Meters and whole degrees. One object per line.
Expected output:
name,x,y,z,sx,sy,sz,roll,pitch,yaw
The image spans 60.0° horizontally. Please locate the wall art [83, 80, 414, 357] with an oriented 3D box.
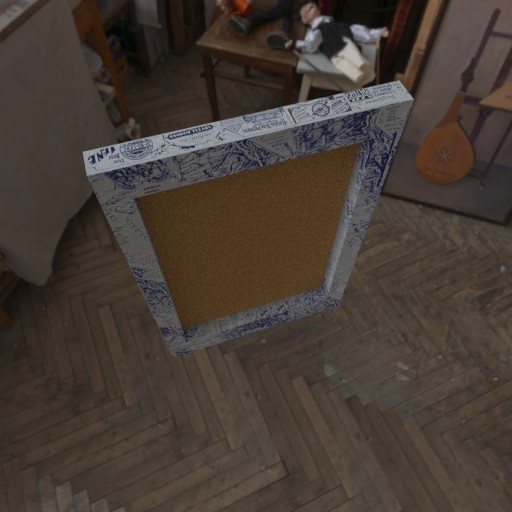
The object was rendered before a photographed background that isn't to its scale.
wall art,0.000,0.000,0.494,0.255,0.376,0.025,-16,59,-10
